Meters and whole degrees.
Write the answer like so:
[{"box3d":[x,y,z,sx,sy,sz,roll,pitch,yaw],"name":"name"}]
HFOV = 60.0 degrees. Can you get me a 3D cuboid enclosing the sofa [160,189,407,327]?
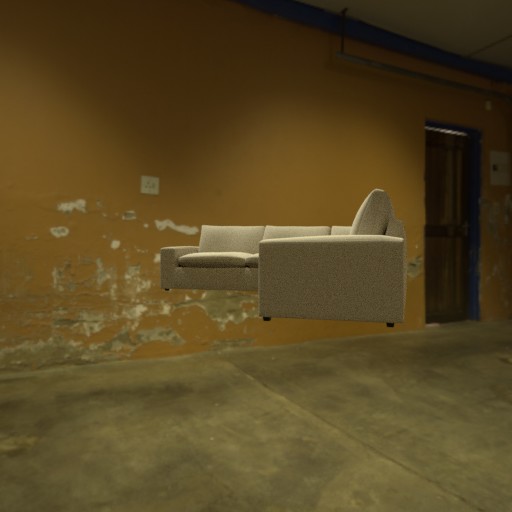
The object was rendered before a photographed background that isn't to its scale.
[{"box3d":[0.000,0.000,4.785,3.066,0.918,3.206,0,0,19],"name":"sofa"}]
